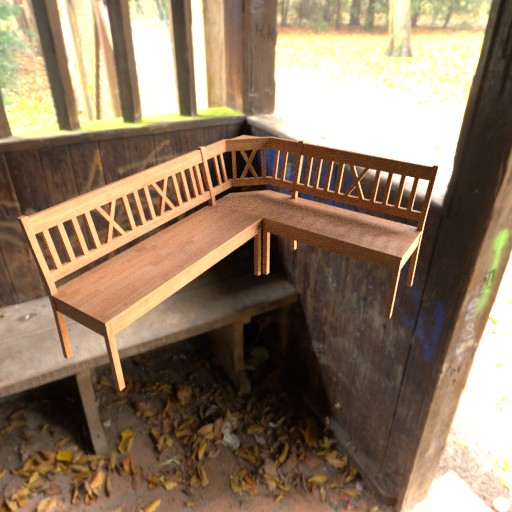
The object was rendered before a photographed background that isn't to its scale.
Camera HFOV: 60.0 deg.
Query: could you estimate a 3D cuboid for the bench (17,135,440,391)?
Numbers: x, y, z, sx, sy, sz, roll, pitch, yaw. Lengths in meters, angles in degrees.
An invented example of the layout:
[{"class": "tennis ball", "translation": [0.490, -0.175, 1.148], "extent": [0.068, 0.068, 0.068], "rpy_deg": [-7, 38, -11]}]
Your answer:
[{"class": "bench", "translation": [0.000, 0.000, 2.738], "extent": [1.537, 0.902, 1.937], "rpy_deg": [19, 36, 28]}]
